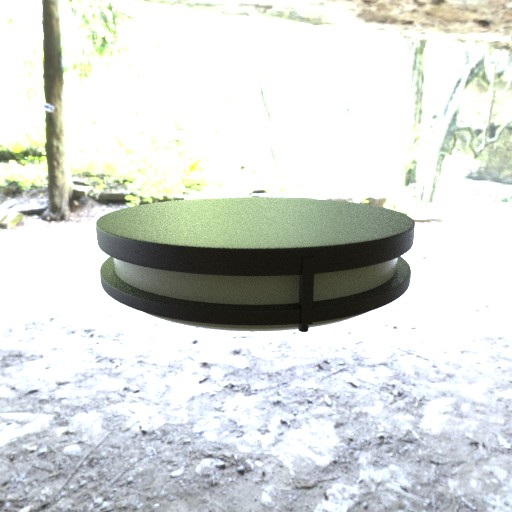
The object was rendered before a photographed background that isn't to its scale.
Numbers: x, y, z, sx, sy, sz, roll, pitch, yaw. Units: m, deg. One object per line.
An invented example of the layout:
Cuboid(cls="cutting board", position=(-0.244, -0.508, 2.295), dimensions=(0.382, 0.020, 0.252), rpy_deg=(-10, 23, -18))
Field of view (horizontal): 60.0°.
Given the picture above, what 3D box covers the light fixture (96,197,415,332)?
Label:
Cuboid(cls="light fixture", position=(0.000, 0.000, 0.533), dimensions=(0.356, 0.102, 0.356), rpy_deg=(0, 14, 0))
